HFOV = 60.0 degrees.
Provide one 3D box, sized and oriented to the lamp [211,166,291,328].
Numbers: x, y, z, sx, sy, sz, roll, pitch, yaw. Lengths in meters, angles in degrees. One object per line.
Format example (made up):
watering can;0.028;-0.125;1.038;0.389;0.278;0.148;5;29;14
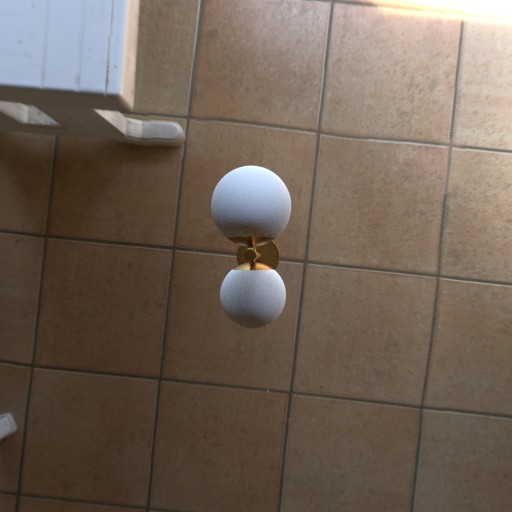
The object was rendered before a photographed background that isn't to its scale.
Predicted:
lamp;0.000;0.000;1.775;0.249;1.641;0.419;0;90;1
